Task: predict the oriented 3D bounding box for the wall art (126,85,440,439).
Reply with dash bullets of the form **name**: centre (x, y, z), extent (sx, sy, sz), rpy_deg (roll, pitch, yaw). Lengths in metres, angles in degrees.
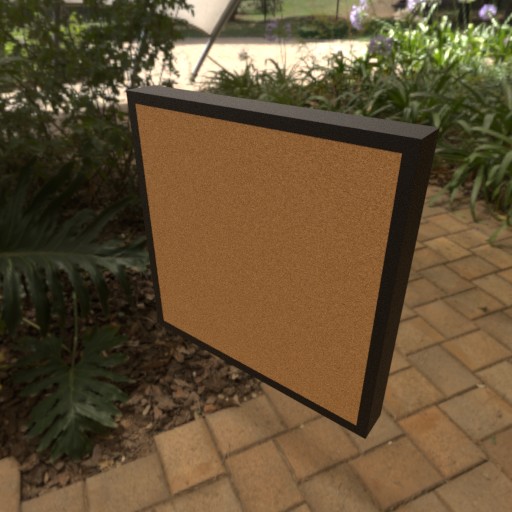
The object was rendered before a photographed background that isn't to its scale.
- **wall art**: centre (0.000, 0.000, 0.463), extent (0.305, 0.304, 0.038), rpy_deg (21, 36, 31)
